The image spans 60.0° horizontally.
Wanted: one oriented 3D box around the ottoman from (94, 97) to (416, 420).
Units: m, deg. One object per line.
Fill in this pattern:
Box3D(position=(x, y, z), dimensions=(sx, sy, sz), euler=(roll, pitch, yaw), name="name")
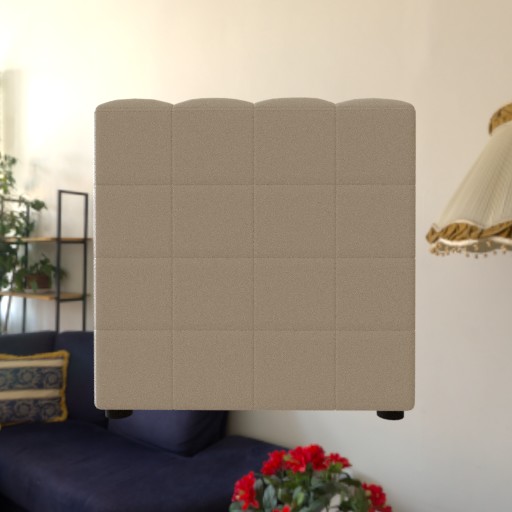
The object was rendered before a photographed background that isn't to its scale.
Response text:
Box3D(position=(0.000, 0.000, 0.791), dimensions=(0.425, 0.432, 0.425), euler=(0, 0, 1), name="ottoman")
